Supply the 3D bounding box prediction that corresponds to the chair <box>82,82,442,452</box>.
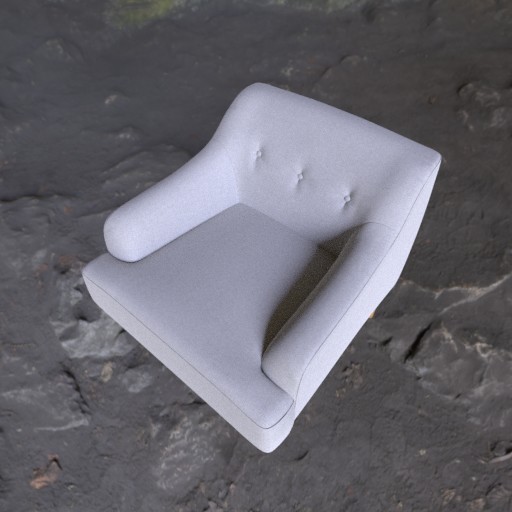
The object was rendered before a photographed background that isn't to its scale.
[{"bbox_3d":[0.000,0.000,1.646,0.946,0.818,0.951,32,54,27],"label":"chair"}]
